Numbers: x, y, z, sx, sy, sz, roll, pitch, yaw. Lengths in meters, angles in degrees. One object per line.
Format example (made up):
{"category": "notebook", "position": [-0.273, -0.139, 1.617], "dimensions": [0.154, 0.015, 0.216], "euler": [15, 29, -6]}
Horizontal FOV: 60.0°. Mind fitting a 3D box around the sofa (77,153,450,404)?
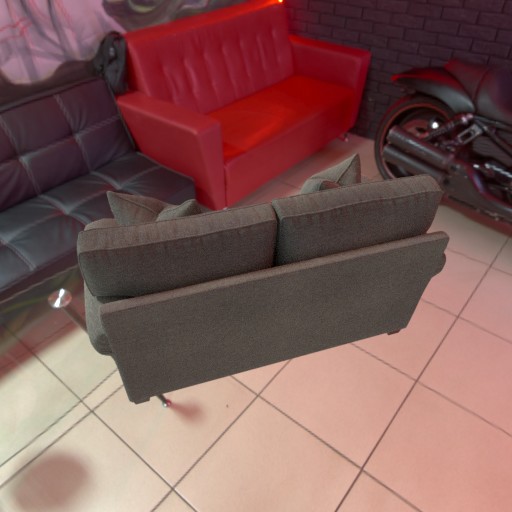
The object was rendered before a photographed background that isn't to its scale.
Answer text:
{"category": "sofa", "position": [0.000, 0.000, 2.338], "dimensions": [1.701, 0.966, 0.966], "euler": [-12, 41, -14]}
